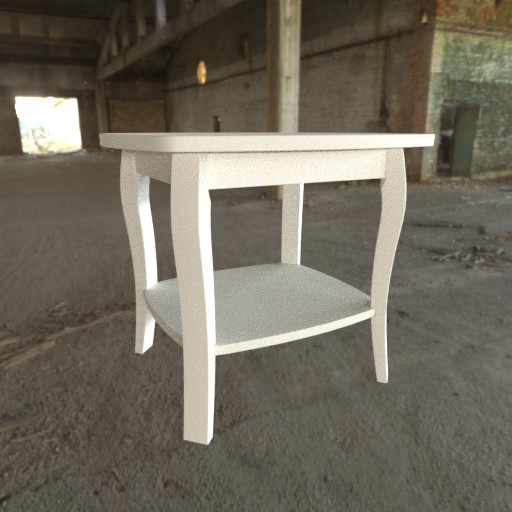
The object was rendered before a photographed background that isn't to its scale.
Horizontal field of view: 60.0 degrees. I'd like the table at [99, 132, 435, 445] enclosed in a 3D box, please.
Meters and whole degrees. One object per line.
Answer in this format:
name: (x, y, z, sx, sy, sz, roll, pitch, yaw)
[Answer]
table: (0.000, 0.000, 0.821, 0.502, 0.438, 0.451, -8, 18, -27)
